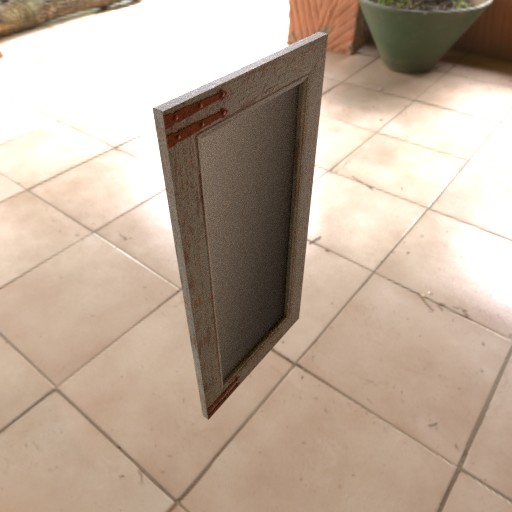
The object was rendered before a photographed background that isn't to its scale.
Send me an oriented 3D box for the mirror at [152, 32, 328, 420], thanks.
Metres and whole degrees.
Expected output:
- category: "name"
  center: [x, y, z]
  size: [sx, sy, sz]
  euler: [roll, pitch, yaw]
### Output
- category: "mirror"
  center: [0.000, 0.000, 1.100]
  size: [0.027, 0.922, 0.472]
  euler: [27, 49, 27]
